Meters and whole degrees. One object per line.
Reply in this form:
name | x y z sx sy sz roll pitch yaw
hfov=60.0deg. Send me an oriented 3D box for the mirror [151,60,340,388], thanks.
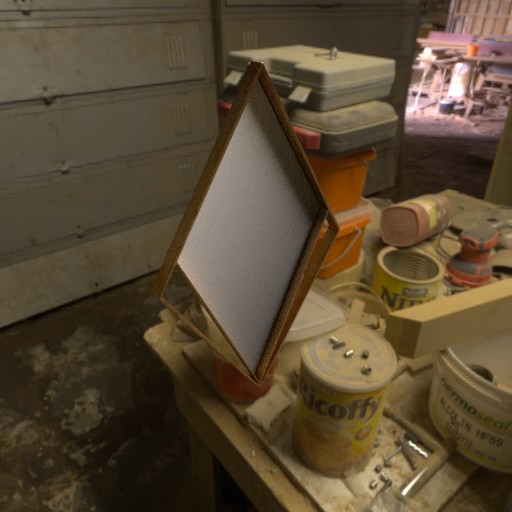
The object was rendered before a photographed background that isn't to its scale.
mirror | 0.000 0.000 0.839 0.419 0.679 0.032 -21 36 -31
